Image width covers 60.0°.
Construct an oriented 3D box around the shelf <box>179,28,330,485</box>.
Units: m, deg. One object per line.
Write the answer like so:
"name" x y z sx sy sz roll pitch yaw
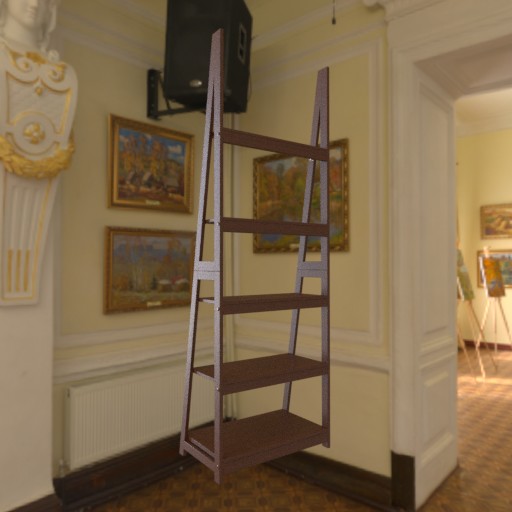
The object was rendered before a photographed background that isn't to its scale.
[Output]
"shelf" 0.000 0.000 2.032 0.600 1.770 0.350 1 -1 -36
